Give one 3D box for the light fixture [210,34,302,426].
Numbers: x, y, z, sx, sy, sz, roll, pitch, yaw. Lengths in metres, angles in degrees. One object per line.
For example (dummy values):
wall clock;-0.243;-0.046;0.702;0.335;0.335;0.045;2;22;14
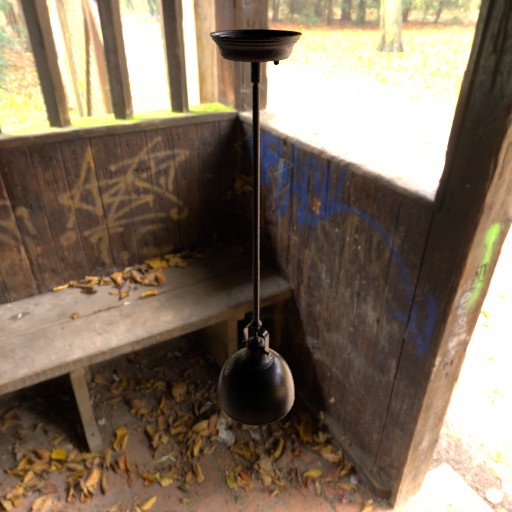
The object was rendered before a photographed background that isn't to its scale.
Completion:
light fixture;0.000;0.000;0.852;0.182;0.768;0.182;18;36;27
